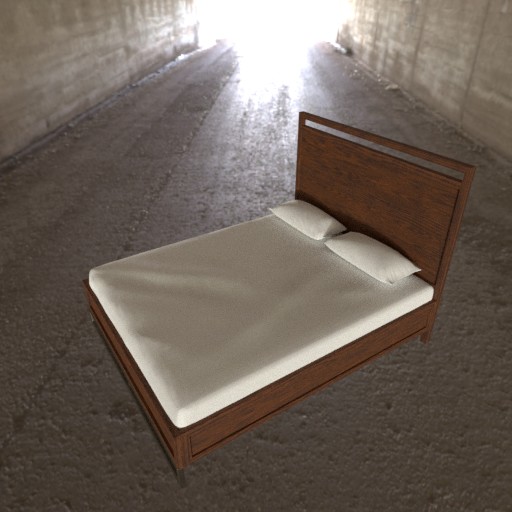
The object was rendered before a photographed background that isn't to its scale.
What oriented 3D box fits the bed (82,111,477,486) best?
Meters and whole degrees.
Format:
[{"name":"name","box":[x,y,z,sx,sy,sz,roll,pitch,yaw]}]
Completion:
[{"name":"bed","box":[0.000,0.000,3.324,2.218,1.487,1.765,-19,36,-28]}]
